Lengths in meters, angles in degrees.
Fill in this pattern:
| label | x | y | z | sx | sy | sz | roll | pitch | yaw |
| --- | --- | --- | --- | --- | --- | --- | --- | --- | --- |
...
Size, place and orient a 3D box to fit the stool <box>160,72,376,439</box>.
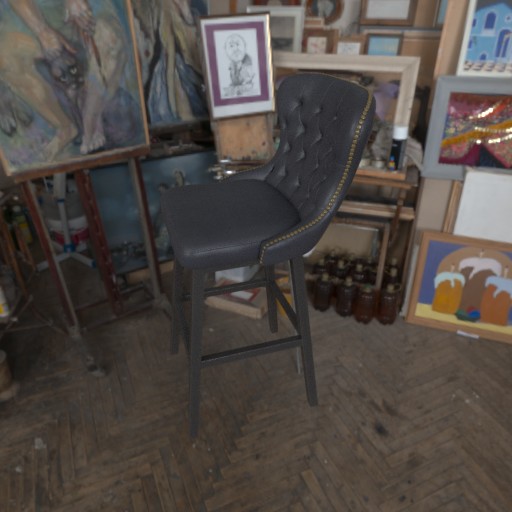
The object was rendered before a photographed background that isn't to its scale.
| label | x | y | z | sx | sy | sz | roll | pitch | yaw |
| --- | --- | --- | --- | --- | --- | --- | --- | --- | --- |
| stool | 0.000 | 0.000 | 1.446 | 0.601 | 1.050 | 0.528 | -9 | 32 | -15 |
